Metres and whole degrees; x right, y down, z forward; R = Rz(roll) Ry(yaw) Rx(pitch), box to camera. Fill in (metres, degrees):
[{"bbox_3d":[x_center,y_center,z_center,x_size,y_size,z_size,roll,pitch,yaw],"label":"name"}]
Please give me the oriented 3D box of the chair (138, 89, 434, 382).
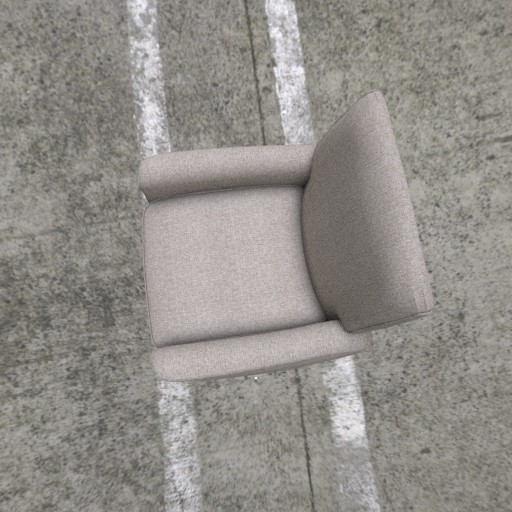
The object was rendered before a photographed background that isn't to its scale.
[{"bbox_3d":[0.000,0.000,1.655,0.864,1.014,0.848,-7,75,-2],"label":"chair"}]
